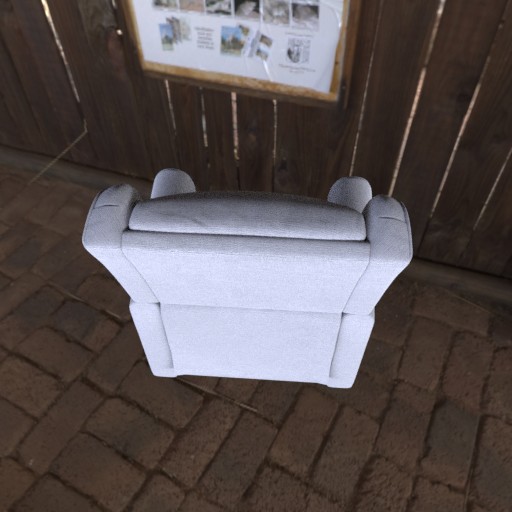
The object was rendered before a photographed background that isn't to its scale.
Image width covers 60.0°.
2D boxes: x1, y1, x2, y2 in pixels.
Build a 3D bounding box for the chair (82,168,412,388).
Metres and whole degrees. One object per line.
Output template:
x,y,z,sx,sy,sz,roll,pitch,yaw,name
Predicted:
0.000,0.000,1.649,0.906,0.966,0.854,3,46,3,chair
